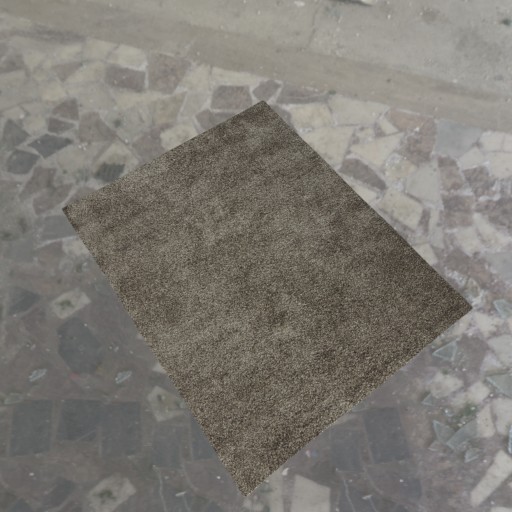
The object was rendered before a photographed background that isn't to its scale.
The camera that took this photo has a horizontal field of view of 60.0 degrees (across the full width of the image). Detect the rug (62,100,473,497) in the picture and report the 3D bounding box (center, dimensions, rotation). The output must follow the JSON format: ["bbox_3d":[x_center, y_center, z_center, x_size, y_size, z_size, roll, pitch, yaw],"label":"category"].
[{"bbox_3d":[0.000,0.000,4.003,2.401,0.025,3.000,-33,68,-16],"label":"rug"}]
